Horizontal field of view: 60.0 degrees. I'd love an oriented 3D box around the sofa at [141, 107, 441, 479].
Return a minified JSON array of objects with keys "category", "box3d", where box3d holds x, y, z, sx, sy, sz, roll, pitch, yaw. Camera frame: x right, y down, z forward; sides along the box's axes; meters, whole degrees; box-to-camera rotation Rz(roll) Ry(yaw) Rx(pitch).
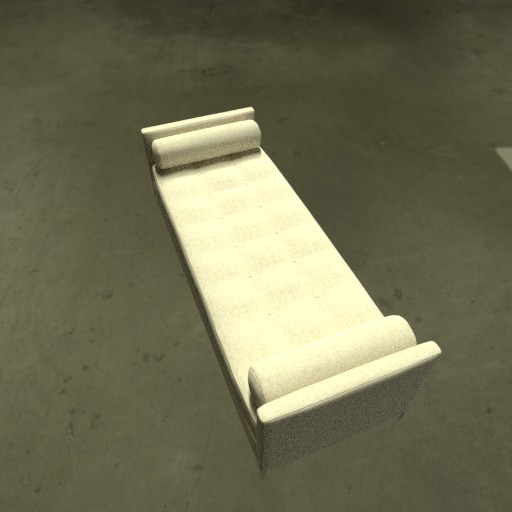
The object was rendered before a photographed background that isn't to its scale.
[{"category":"sofa","box3d":[0.000,0.000,2.535,0.797,0.655,2.102,-16,49,-15]}]
